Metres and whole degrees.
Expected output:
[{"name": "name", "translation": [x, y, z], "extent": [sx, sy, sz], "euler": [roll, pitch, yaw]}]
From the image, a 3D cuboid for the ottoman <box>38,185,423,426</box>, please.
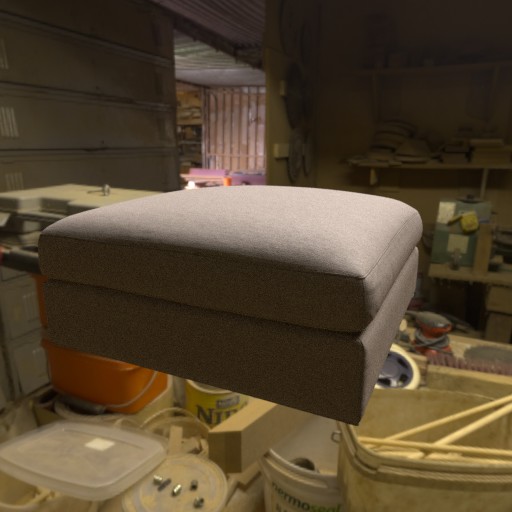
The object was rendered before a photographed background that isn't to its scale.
[{"name": "ottoman", "translation": [0.000, 0.000, 1.614], "extent": [1.041, 0.470, 1.041], "euler": [7, 16, 25]}]
